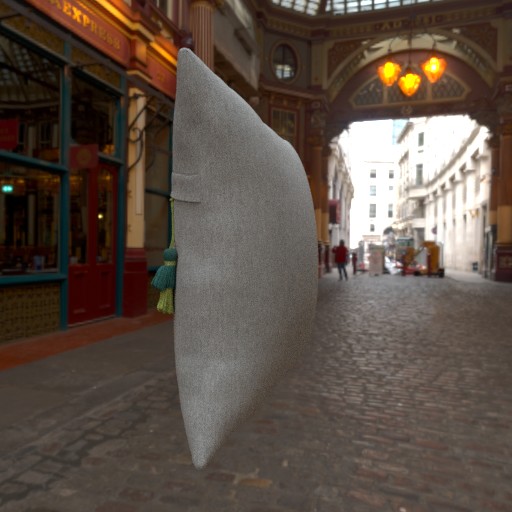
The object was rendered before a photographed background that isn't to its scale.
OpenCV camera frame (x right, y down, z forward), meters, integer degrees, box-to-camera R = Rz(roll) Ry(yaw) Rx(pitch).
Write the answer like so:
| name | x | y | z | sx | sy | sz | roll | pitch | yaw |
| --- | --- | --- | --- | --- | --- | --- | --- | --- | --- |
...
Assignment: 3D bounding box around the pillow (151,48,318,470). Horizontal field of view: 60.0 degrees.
| name | x | y | z | sx | sy | sz | roll | pitch | yaw |
| --- | --- | --- | --- | --- | --- | --- | --- | --- | --- |
| pillow | 0.000 | 0.000 | 0.660 | 0.173 | 0.436 | 0.433 | 0 | 1 | 18 |
